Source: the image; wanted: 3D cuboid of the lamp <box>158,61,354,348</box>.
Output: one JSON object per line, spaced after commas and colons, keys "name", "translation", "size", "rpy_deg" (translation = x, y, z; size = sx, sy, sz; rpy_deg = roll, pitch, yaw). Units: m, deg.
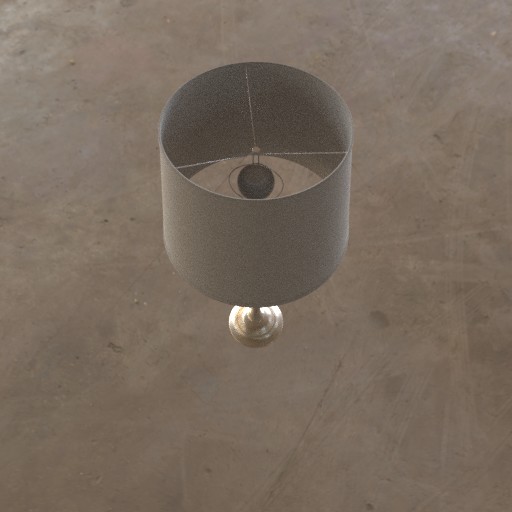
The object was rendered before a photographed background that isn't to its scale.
{"name": "lamp", "translation": [0.000, 0.000, 0.894], "size": [0.331, 0.698, 0.331], "rpy_deg": [0, 59, 0]}
